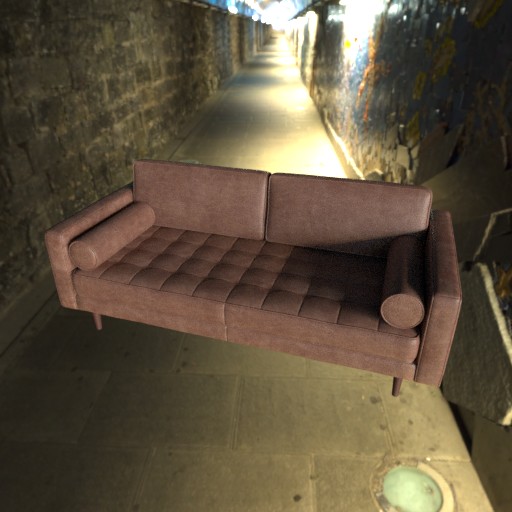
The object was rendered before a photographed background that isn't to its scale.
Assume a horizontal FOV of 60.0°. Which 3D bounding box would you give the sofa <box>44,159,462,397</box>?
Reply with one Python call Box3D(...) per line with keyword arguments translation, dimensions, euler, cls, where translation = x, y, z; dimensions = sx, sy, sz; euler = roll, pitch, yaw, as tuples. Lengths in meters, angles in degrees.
Box3D(translation=(0.000, 0.000, 2.288), dimensions=(1.870, 0.760, 0.910), euler=(9, 29, 16), cls="sofa")
